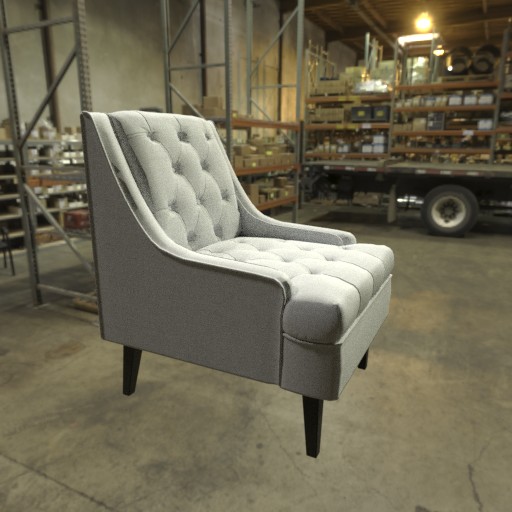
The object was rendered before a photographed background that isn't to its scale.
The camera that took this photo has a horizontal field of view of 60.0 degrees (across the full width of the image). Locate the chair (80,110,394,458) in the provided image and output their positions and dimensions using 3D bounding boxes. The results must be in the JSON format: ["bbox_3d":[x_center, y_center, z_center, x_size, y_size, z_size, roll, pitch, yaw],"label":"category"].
[{"bbox_3d":[0.000,0.000,1.419,0.772,0.891,0.658,7,16,26],"label":"chair"}]
